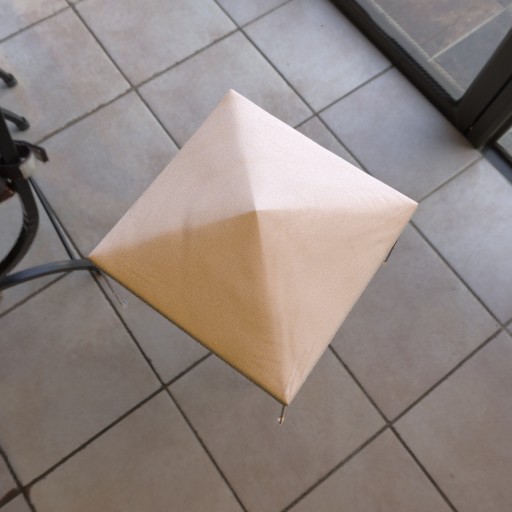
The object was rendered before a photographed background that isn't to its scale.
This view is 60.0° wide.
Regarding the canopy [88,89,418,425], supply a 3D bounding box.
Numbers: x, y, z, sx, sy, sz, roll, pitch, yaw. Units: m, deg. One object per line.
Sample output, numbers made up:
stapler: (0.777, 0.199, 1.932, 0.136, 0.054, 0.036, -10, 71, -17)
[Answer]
canopy: (0.000, 0.000, 5.235, 2.848, 2.849, 2.849, 34, 77, 9)
